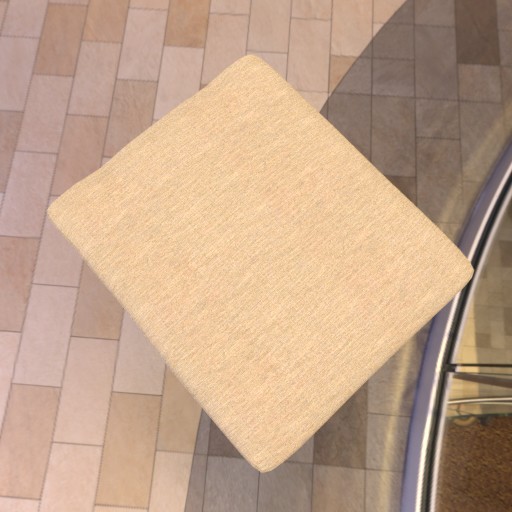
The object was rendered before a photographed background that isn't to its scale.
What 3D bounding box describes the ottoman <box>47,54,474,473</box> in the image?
[{"bbox_3d":[0.000,0.000,1.446,0.836,0.492,0.976,-41,80,-9],"label":"ottoman"}]
